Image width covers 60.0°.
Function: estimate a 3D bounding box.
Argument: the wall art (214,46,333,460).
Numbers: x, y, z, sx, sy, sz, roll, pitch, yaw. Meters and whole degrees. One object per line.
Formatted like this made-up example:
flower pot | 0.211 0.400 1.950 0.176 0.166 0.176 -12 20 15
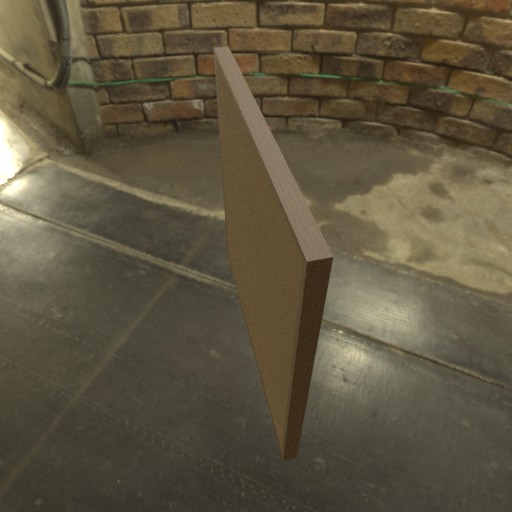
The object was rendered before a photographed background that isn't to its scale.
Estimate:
wall art | 0.000 0.000 1.140 0.038 0.758 0.761 -10 47 -9
